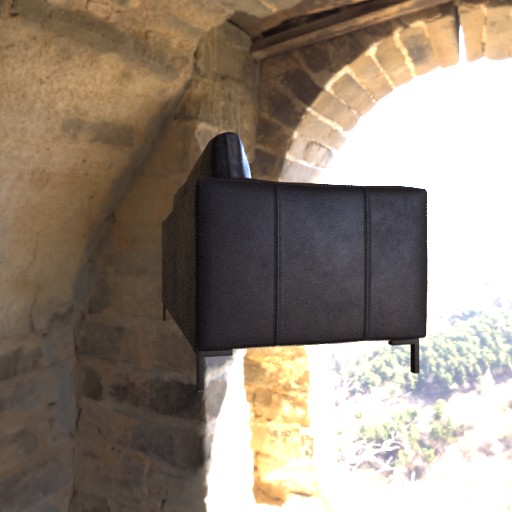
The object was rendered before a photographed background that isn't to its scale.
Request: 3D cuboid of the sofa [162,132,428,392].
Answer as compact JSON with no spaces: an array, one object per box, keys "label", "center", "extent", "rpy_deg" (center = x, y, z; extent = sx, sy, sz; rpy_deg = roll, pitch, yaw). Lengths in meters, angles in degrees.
[{"label":"sofa","center":[0.000,0.000,2.357],"extent":[0.947,0.883,1.805],"rpy_deg":[0,0,-18]}]
